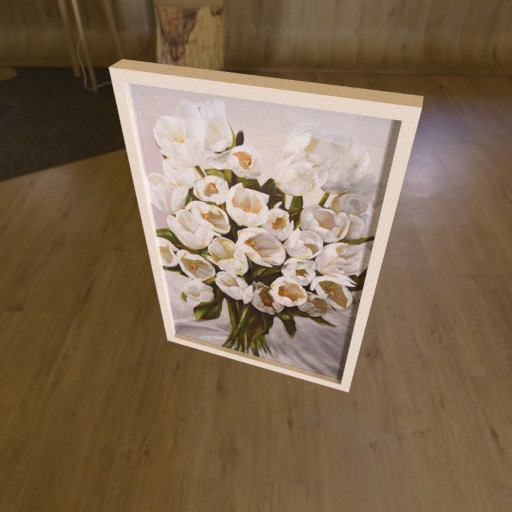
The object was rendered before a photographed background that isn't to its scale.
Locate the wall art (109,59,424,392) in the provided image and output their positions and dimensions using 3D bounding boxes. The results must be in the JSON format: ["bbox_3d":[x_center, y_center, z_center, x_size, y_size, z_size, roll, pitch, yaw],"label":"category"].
[{"bbox_3d":[0.000,0.000,0.839,0.450,0.657,0.038,13,43,14],"label":"wall art"}]
